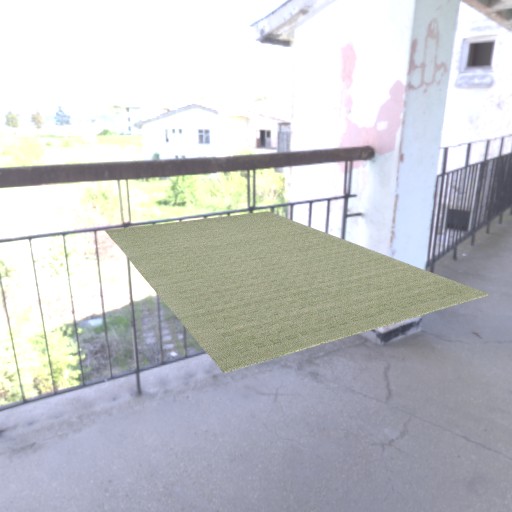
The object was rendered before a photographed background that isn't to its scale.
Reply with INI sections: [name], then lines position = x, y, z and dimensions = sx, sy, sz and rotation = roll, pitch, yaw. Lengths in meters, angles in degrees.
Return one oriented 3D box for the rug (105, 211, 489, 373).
[rug]
position = 0.000, 0.000, 2.207
dimensions = 1.143, 0.006, 1.747
rotation = -9, 20, -27
